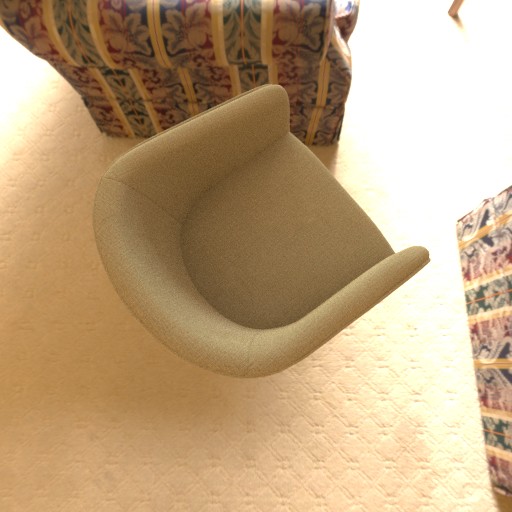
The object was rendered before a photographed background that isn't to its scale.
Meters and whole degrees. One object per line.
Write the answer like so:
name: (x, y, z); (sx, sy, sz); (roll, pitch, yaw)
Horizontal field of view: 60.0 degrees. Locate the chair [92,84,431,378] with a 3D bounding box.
chair: (0.000, 0.000, 1.217); (0.616, 0.775, 0.584); (-37, 78, -9)
